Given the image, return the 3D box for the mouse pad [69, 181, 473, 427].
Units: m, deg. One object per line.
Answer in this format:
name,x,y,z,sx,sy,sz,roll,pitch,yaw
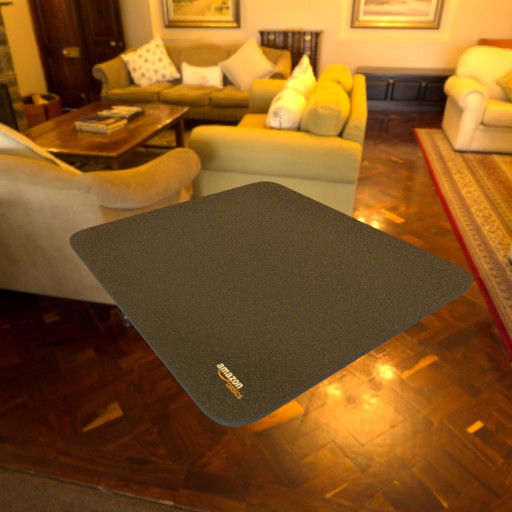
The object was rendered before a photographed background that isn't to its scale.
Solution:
mouse pad,0.000,0.000,0.318,0.203,0.003,0.229,-21,36,-31
